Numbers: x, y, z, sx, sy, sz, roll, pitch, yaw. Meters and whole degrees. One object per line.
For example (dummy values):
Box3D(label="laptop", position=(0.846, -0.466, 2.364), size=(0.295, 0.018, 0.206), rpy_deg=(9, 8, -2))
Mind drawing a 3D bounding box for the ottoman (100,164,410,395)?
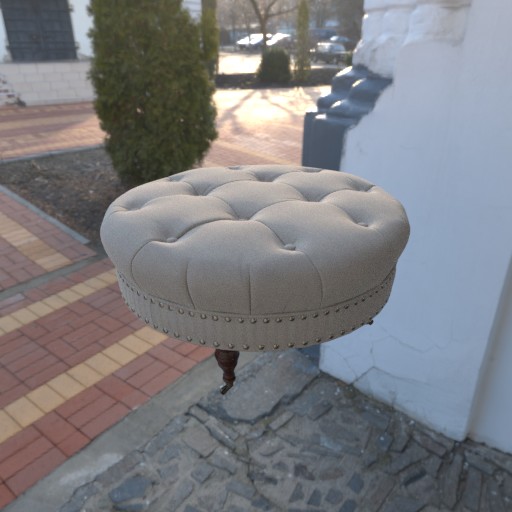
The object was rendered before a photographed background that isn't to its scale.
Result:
Box3D(label="ottoman", position=(0.000, 0.000, 1.409), size=(0.901, 0.439, 0.901), rpy_deg=(0, 26, 0))
